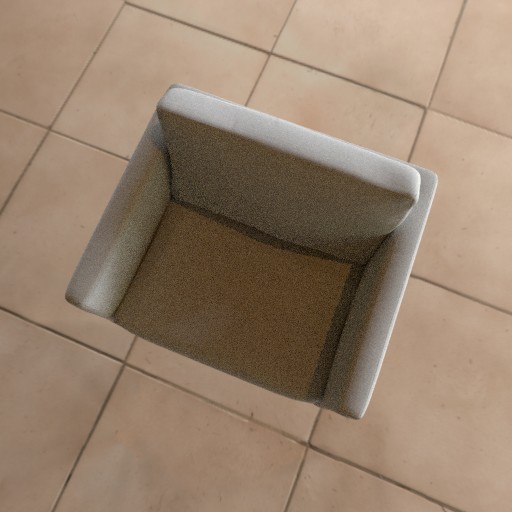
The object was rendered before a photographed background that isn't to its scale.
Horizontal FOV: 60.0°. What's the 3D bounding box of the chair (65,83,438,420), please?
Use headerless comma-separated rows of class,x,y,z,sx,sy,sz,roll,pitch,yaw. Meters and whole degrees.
chair,0.000,0.000,1.818,1.107,0.961,0.953,21,76,5
